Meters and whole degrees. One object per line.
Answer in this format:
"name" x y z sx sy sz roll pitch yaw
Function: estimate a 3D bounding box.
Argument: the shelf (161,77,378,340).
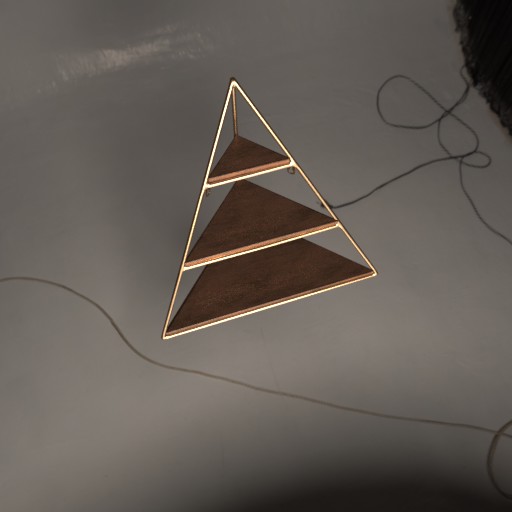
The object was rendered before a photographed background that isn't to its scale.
"shelf" 0.000 0.000 1.157 0.564 0.913 0.294 -16 65 -8
